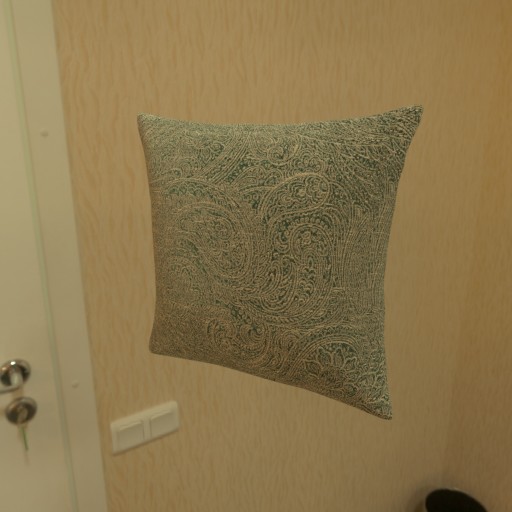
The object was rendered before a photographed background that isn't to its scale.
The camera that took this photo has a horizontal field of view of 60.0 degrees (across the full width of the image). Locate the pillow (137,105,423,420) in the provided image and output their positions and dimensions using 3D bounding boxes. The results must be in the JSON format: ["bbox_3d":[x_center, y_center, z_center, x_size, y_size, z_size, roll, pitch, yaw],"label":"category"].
[{"bbox_3d":[0.000,0.000,0.804,0.526,0.507,0.166,8,17,26],"label":"pillow"}]
